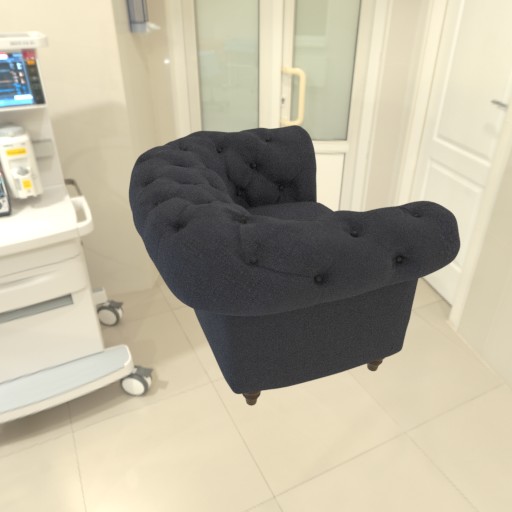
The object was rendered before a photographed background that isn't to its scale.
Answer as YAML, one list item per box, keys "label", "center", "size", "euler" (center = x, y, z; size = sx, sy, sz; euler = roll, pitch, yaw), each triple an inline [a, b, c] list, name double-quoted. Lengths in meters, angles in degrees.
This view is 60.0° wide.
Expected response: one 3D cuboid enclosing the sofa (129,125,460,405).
- label: "sofa"
  center: [0.000, 0.000, 2.041]
  size: [1.032, 0.878, 1.405]
  euler: [-10, 32, -17]
